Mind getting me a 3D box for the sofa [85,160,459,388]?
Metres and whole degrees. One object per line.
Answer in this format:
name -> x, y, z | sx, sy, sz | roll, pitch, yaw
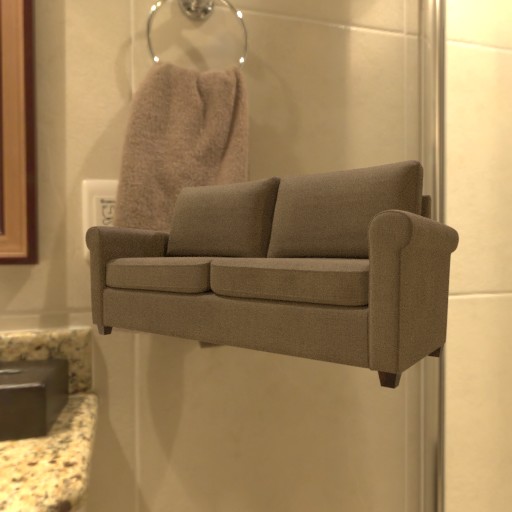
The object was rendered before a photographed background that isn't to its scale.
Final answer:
sofa -> 0.000, 0.000, 2.422 | 1.935, 0.942, 0.842 | 0, 1, 36
